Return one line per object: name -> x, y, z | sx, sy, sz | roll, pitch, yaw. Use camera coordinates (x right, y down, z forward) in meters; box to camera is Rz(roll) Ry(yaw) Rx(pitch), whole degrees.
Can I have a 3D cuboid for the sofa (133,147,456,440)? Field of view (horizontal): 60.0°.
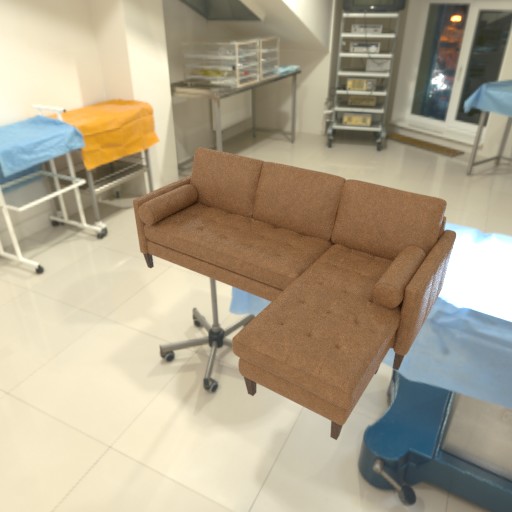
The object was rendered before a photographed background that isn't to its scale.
sofa -> 0.000, 0.000, 2.968 | 2.178, 0.876, 1.506 | 19, 35, 29
